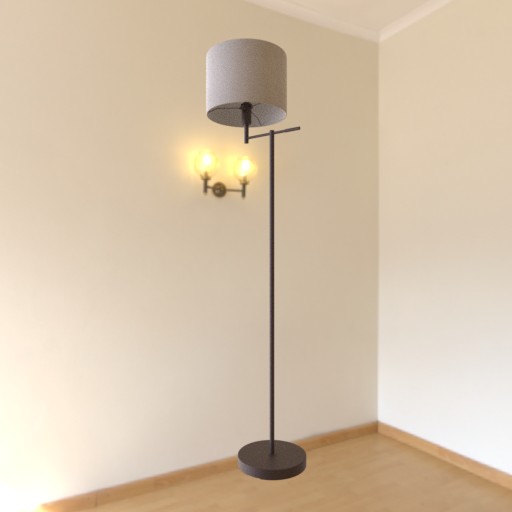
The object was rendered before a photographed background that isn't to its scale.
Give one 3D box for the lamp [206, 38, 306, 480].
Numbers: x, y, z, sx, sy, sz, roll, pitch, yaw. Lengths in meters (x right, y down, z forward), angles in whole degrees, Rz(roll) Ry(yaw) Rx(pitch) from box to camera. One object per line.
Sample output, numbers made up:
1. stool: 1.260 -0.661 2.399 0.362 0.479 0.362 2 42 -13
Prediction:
1. lamp: 0.000 0.000 1.759 0.416 1.600 0.324 0 0 35
